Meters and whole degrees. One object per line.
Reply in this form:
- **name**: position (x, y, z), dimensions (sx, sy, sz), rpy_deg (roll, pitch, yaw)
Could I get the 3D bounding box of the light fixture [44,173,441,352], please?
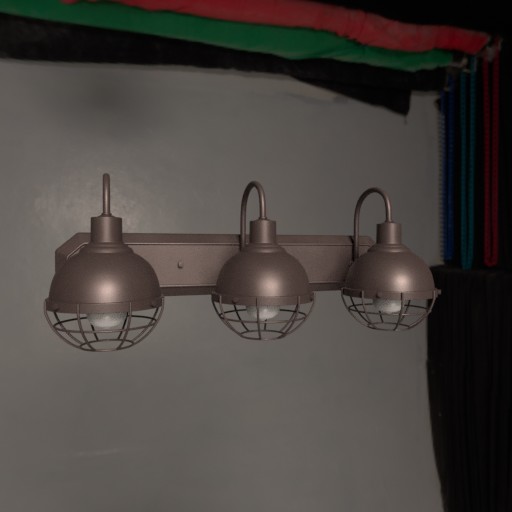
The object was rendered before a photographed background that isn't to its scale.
- **light fixture**: position (0.000, 0.000, 0.740), dimensions (0.634, 0.254, 0.229), rpy_deg (0, 1, -19)
